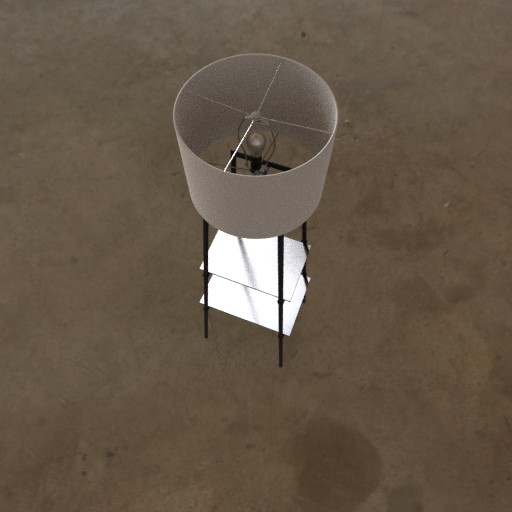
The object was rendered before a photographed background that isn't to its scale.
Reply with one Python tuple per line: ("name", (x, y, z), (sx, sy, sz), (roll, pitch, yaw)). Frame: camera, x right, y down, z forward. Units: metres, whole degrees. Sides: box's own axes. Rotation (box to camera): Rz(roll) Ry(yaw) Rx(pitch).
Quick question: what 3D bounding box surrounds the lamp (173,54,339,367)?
("lamp", (0.000, 0.000, 1.665), (0.427, 1.474, 0.384), (19, 65, 9))
